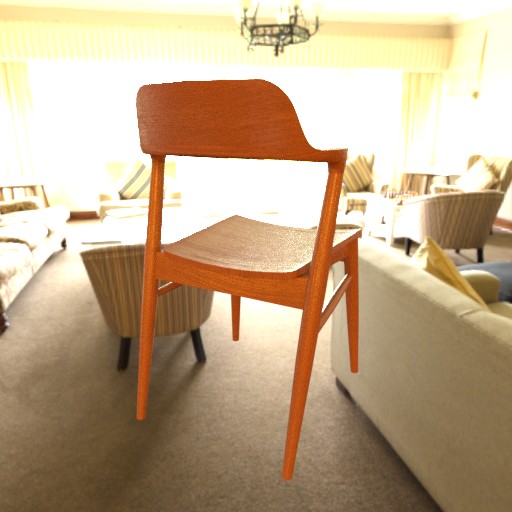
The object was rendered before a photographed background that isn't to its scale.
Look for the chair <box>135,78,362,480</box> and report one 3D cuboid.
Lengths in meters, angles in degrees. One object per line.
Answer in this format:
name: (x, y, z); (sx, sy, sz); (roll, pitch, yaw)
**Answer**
chair: (0.000, 0.000, 1.128); (0.496, 0.801, 0.499); (9, 19, 27)
